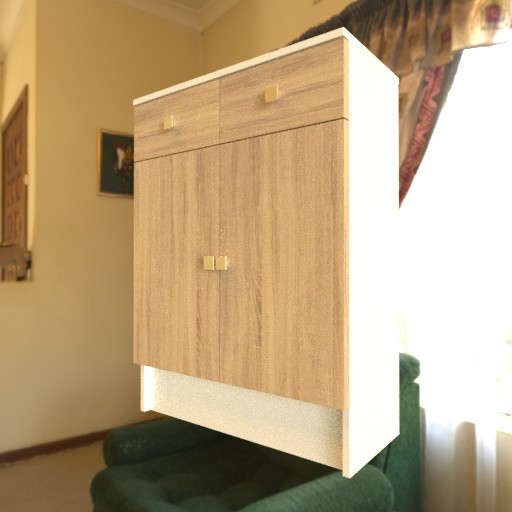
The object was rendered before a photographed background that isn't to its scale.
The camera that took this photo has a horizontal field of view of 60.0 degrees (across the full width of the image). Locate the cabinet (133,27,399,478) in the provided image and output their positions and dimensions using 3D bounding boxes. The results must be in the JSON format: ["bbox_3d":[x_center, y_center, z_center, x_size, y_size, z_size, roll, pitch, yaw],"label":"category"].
[{"bbox_3d":[0.000,0.000,1.079,0.600,0.815,0.296,0,-1,37],"label":"cabinet"}]
